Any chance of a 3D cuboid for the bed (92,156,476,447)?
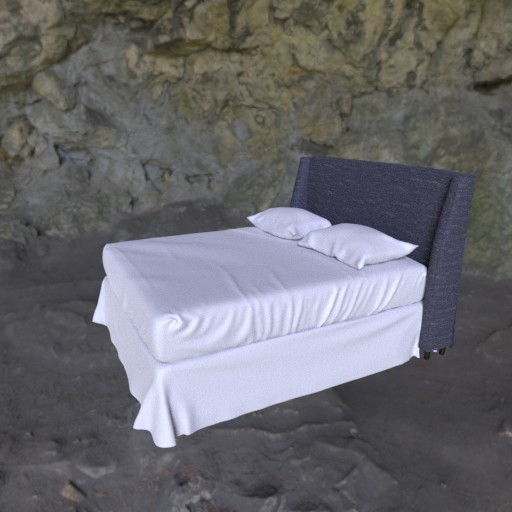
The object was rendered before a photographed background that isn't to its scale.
[{"bbox_3d":[0.000,0.000,3.372,2.276,1.332,1.925,-8,19,-26],"label":"bed"}]
